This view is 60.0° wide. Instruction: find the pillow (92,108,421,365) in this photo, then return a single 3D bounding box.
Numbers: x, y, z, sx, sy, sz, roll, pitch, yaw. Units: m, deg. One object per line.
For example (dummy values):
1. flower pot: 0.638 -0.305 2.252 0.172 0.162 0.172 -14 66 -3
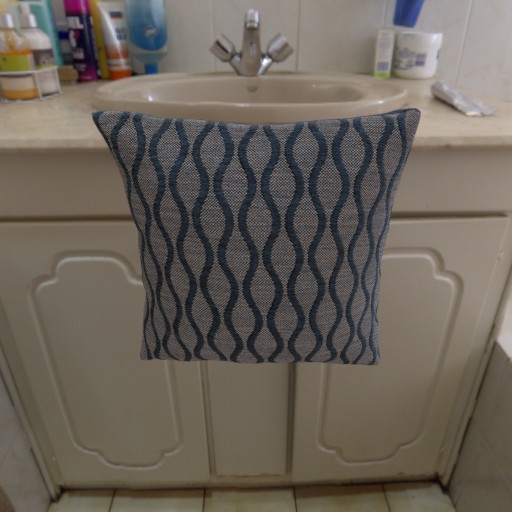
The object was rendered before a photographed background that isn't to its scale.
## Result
1. pillow: 0.000 0.000 0.678 0.435 0.435 0.159 0 29 1
